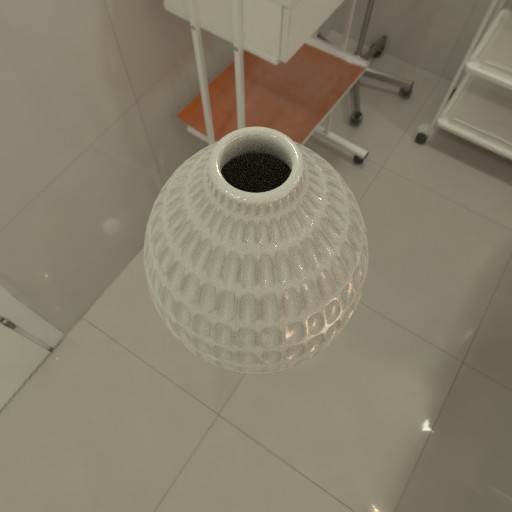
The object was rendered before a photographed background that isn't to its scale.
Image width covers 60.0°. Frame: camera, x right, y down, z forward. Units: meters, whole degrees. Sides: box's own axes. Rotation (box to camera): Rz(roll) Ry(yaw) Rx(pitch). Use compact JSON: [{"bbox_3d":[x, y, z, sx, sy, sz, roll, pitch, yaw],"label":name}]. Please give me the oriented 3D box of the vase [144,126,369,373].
[{"bbox_3d":[0.000,0.000,0.328,0.162,0.223,0.162,0,64,0],"label":"vase"}]
